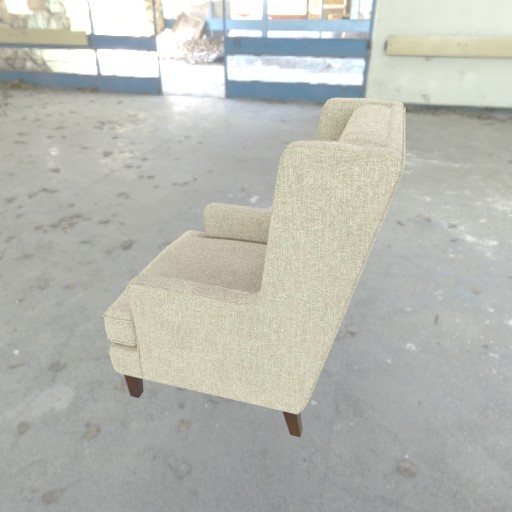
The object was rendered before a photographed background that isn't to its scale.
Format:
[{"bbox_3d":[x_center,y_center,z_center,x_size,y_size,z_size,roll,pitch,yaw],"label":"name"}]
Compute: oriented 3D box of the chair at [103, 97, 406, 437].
[{"bbox_3d":[0.000,0.000,1.715,0.948,1.082,0.764,8,30,14],"label":"chair"}]
